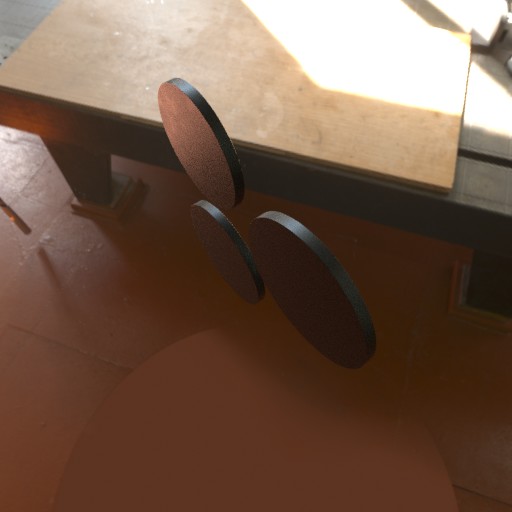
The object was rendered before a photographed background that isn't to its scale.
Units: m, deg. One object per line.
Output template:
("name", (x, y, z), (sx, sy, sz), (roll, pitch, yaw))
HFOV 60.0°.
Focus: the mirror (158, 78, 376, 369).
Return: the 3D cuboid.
("mirror", (0.000, 0.000, 3.240), (0.076, 2.096, 2.160), (-33, 65, -18))
